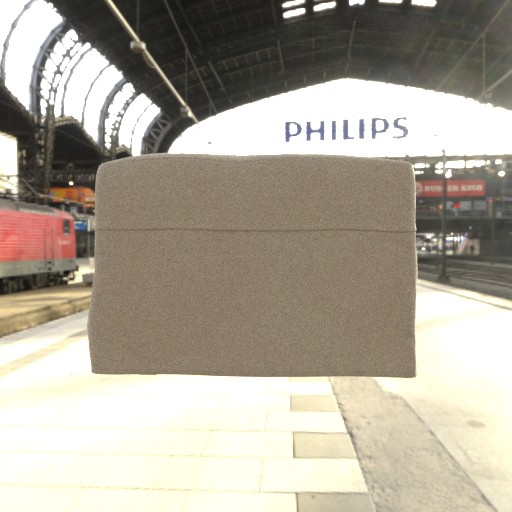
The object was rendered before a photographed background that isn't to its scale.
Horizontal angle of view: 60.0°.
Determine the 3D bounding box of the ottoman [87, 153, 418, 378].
[{"bbox_3d":[0.000,0.000,1.190,0.590,0.444,0.872,0,1,1],"label":"ottoman"}]
